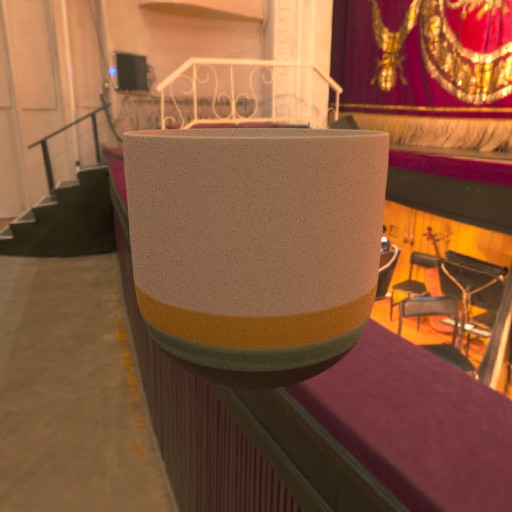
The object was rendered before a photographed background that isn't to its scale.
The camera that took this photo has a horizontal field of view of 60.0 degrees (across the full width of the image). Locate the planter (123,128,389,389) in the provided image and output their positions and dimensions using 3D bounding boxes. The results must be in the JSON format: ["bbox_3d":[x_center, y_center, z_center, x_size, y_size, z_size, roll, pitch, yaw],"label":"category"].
[{"bbox_3d":[0.000,0.000,0.499,0.268,0.270,0.268,0,17,0],"label":"planter"}]
